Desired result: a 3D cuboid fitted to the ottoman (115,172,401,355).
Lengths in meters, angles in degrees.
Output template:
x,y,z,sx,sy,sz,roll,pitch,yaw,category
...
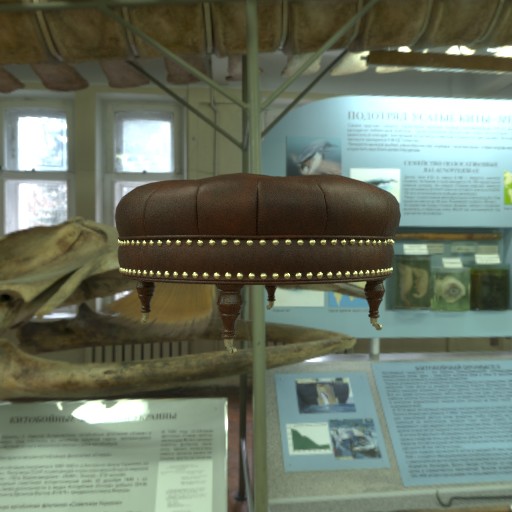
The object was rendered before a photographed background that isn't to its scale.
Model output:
x,y,z,sx,sy,sz,roll,pitch,yaw,category
0.000,0.000,1.437,0.901,0.455,0.901,0,1,0,ottoman
